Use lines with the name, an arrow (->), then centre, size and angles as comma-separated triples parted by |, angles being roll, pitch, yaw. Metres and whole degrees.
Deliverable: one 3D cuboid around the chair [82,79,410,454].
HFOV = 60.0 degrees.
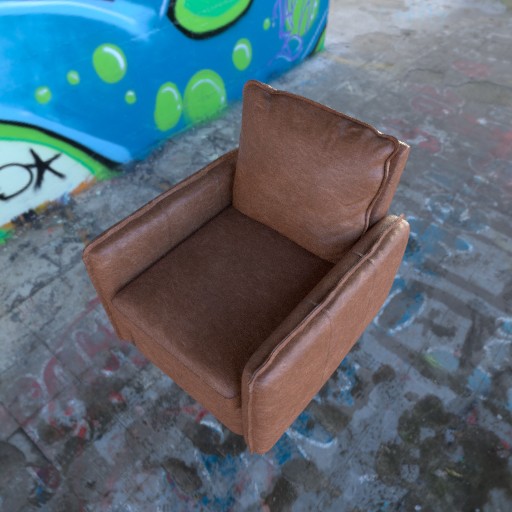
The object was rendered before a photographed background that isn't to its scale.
chair -> 0.000, 0.000, 1.602 | 0.830, 0.922, 0.922 | 32, 56, 25
